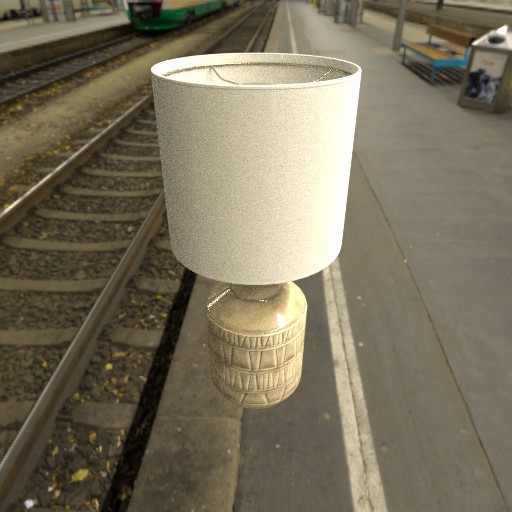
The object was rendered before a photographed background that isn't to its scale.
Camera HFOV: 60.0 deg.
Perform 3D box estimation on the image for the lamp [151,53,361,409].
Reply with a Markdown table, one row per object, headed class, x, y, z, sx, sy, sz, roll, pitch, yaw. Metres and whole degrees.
| class | x | y | z | sx | sy | sz | roll | pitch | yaw |
| --- | --- | --- | --- | --- | --- | --- | --- | --- | --- |
| lamp | 0.000 | 0.000 | 0.571 | 0.211 | 0.455 | 0.211 | -10 | 33 | -15 |
